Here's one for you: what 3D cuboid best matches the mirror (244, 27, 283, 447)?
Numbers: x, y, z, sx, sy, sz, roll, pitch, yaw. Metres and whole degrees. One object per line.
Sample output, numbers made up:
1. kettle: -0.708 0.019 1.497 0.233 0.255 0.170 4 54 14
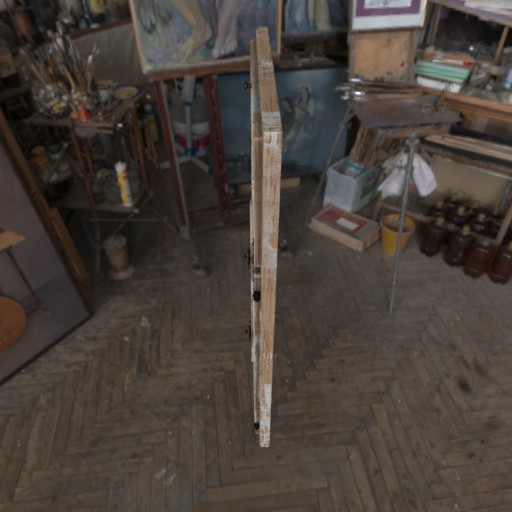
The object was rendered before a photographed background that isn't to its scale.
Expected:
1. mirror: 0.000 0.000 1.466 0.083 1.213 0.707 -1 41 -1
